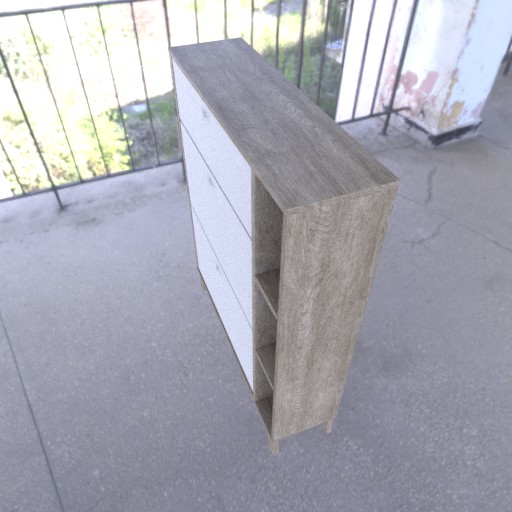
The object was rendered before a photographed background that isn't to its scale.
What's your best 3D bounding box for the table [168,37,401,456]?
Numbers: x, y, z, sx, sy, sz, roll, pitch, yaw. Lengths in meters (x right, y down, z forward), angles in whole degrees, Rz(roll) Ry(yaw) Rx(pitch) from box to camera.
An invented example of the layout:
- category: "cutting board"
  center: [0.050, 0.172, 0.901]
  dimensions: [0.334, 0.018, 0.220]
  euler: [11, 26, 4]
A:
- category: "table"
  center: [0.000, 0.000, 1.543]
  dimensions: [0.256, 1.135, 0.902]
  euler: [-16, 46, -16]
